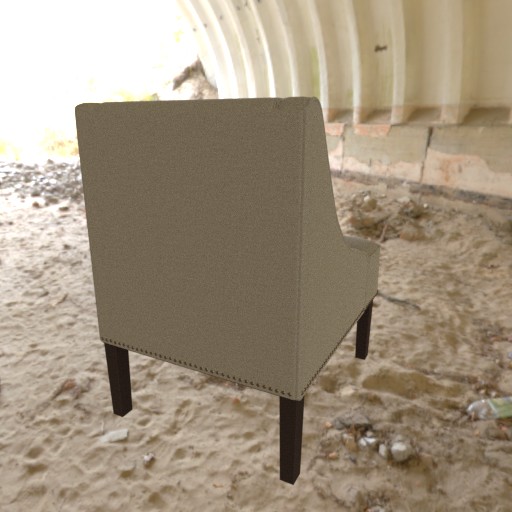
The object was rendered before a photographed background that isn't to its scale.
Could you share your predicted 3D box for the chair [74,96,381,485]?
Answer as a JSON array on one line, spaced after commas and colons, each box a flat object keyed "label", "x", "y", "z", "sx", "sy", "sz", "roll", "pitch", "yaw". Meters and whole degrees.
[{"label": "chair", "x": 0.000, "y": 0.000, "z": 1.337, "sx": 0.610, "sy": 0.864, "sz": 0.737, "roll": 9, "pitch": 19, "yaw": 27}]
